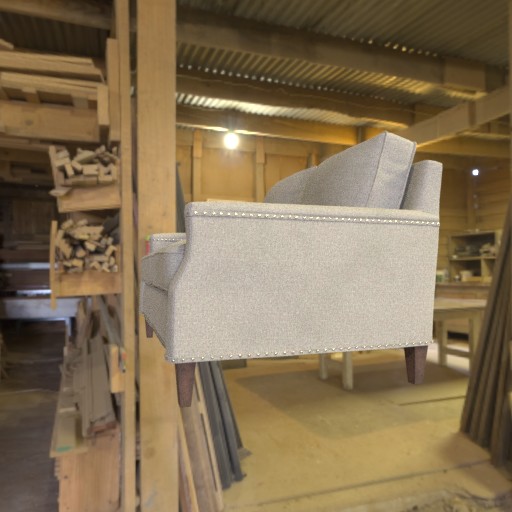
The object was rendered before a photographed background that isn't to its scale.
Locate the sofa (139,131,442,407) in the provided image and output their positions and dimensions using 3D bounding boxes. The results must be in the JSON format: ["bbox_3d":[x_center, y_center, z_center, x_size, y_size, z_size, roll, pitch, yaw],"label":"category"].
[{"bbox_3d":[0.000,0.000,2.277,1.084,1.003,1.597,0,-1,-18],"label":"sofa"}]
